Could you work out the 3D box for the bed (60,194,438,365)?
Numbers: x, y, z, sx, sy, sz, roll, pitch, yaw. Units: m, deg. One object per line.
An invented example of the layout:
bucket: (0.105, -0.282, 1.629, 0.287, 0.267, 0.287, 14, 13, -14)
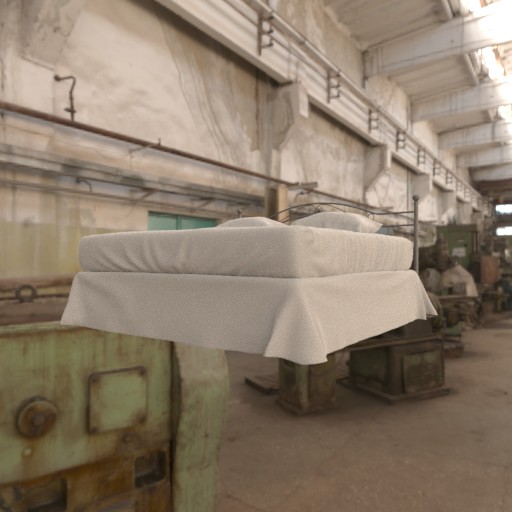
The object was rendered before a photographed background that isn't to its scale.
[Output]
bed: (0.000, 0.000, 3.613, 2.309, 1.080, 2.220, 0, 0, 36)
